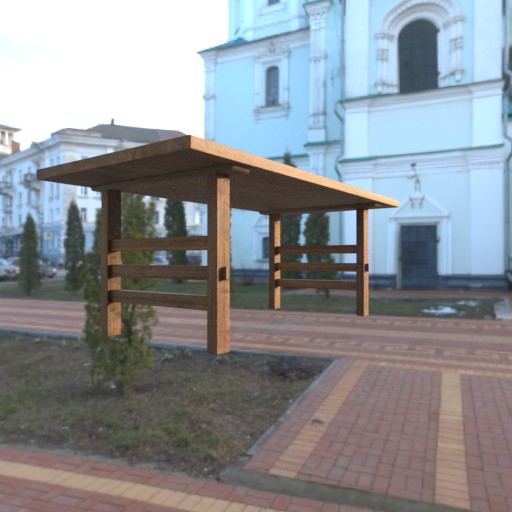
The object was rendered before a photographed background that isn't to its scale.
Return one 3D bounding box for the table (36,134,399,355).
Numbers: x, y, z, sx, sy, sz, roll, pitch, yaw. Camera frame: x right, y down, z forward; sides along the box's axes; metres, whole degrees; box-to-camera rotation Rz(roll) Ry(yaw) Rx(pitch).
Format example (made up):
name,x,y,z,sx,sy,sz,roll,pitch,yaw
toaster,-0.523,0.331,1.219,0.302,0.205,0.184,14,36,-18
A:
name,x,y,z,sx,sy,sz,roll,pitch,yaw
table,0.000,0.000,2.492,0.952,0.760,2.003,0,0,36
